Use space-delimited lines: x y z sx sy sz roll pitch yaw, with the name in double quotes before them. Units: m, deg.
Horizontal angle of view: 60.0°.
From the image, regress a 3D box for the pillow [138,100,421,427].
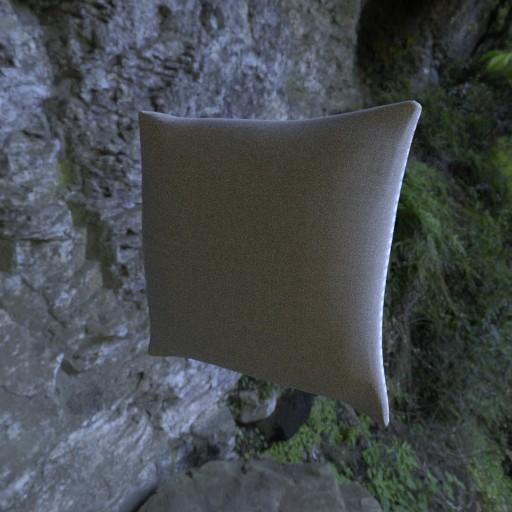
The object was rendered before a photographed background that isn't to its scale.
"pillow" 0.000 0.000 0.766 0.496 0.491 0.219 8 17 27
